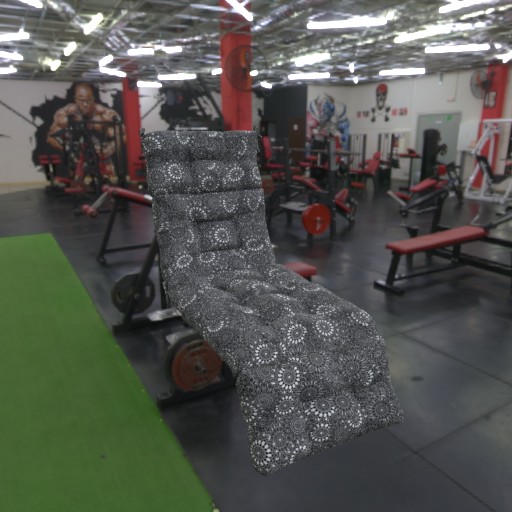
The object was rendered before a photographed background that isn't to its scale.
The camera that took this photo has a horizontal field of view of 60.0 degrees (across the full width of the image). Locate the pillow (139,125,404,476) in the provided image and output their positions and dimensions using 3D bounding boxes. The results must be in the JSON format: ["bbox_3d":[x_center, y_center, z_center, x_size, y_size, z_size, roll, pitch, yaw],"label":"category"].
[{"bbox_3d":[0.000,0.000,1.510,0.526,0.863,1.016,-8,18,-27],"label":"pillow"}]
